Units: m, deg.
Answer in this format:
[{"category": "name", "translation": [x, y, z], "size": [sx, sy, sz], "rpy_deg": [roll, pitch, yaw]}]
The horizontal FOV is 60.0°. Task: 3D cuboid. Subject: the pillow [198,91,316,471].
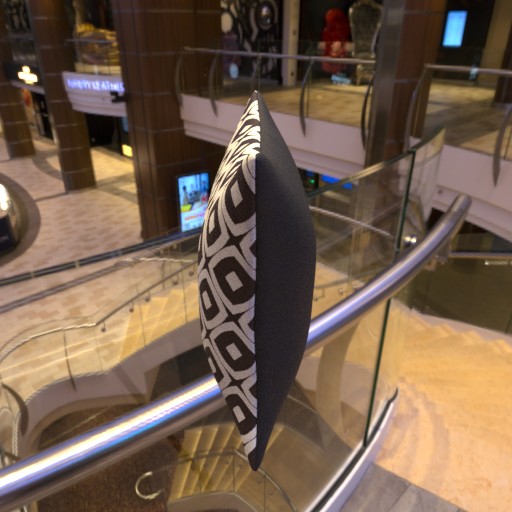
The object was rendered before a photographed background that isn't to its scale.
[{"category": "pillow", "translation": [0.000, 0.000, 0.785], "size": [0.188, 0.494, 0.504], "rpy_deg": [0, 28, 0]}]
